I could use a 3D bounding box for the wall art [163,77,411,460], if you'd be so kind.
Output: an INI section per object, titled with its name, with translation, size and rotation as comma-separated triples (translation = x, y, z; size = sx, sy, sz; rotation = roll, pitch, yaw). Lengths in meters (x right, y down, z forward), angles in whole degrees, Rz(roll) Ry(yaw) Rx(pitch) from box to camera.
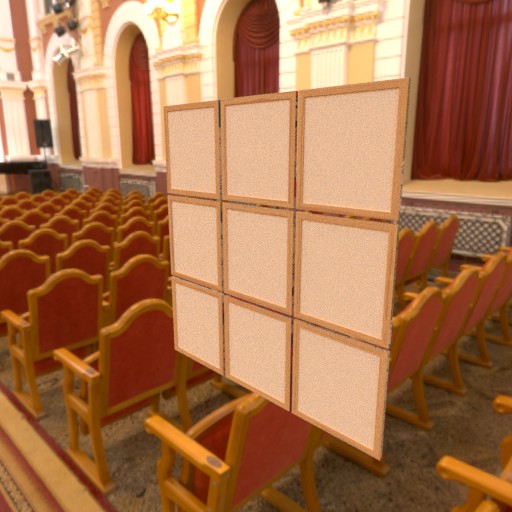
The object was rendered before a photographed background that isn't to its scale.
[wall art]
translation = 0.000, 0.000, 1.779
size = 0.013, 1.218, 1.206
rotation = -13, 19, -43
